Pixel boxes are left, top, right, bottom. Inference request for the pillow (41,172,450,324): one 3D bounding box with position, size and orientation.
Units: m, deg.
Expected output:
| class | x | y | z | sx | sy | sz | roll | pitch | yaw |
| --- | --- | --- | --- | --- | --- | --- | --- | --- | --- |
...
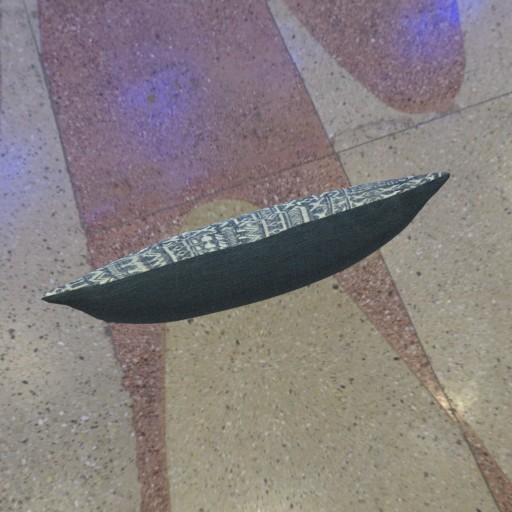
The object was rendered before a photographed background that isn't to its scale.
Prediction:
| class | x | y | z | sx | sy | sz | roll | pitch | yaw |
| --- | --- | --- | --- | --- | --- | --- | --- | --- | --- |
| pillow | 0.000 | 0.000 | 0.765 | 0.631 | 0.292 | 0.148 | -17 | 77 | -4 |
